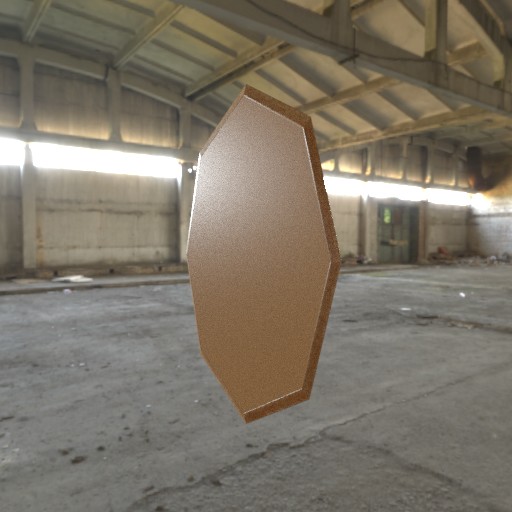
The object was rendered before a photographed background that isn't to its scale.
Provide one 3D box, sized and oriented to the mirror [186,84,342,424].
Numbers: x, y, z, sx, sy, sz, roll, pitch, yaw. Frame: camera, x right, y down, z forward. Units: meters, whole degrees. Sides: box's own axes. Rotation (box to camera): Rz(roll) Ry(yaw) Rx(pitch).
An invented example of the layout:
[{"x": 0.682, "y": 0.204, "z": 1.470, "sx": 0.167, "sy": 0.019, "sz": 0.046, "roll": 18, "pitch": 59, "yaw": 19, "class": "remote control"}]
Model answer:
[{"x": 0.000, "y": 0.000, "z": 1.026, "sx": 0.070, "sy": 0.774, "sz": 0.577, "roll": -1, "pitch": 2, "yaw": -37, "class": "mirror"}]
